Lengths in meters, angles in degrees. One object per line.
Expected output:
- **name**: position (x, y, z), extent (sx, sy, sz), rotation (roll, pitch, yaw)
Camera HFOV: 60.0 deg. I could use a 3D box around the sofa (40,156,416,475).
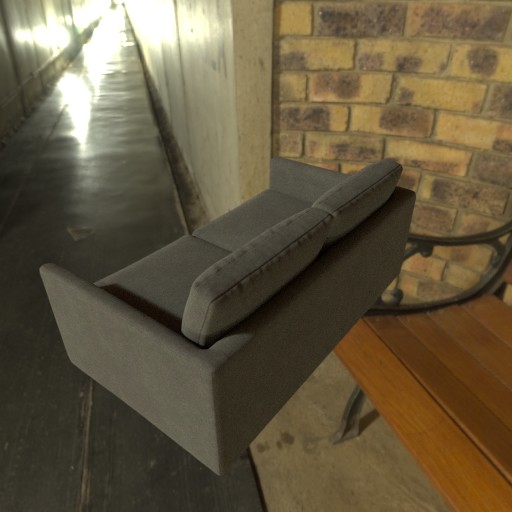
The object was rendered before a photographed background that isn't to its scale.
- **sofa**: position (0.000, 0.000, 2.512), extent (1.091, 0.845, 1.909), rotation (22, 38, 31)
